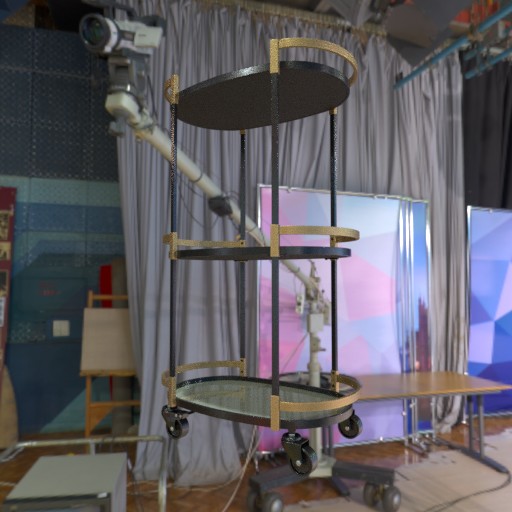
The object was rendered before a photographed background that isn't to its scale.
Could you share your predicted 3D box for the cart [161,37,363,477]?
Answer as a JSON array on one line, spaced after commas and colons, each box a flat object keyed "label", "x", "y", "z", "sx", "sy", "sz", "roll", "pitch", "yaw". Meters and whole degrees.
[{"label": "cart", "x": 0.000, "y": 0.000, "z": 1.108, "sx": 0.515, "sy": 0.885, "sz": 0.311, "roll": -2, "pitch": -3, "yaw": 34}]
